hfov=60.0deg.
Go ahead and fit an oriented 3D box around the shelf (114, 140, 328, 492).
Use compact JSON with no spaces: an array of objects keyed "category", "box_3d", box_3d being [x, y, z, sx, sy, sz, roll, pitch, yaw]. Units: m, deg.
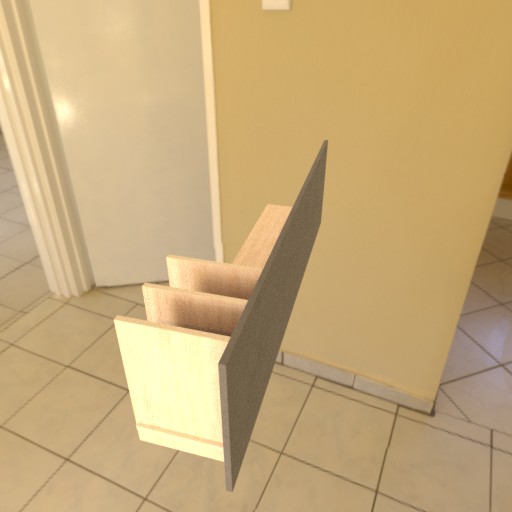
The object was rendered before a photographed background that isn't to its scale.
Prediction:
[{"category":"shelf","box_3d":[0.000,0.000,1.112,0.200,0.300,1.020,8,33,13]}]
